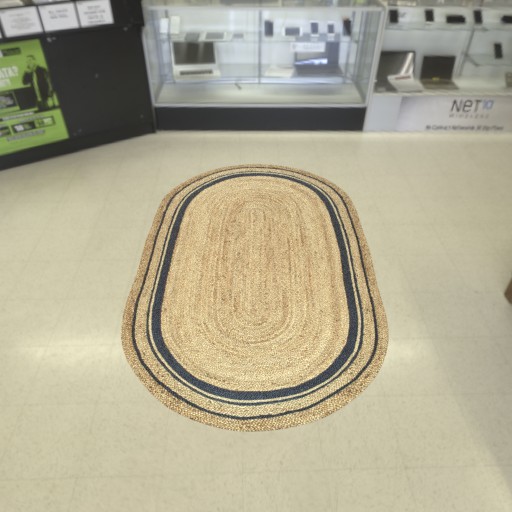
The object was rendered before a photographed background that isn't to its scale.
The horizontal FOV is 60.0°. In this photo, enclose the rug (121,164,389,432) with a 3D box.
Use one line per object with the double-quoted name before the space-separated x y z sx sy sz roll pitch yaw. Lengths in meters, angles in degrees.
"rug" 0.000 0.000 2.928 1.520 0.006 2.432 1 41 1
